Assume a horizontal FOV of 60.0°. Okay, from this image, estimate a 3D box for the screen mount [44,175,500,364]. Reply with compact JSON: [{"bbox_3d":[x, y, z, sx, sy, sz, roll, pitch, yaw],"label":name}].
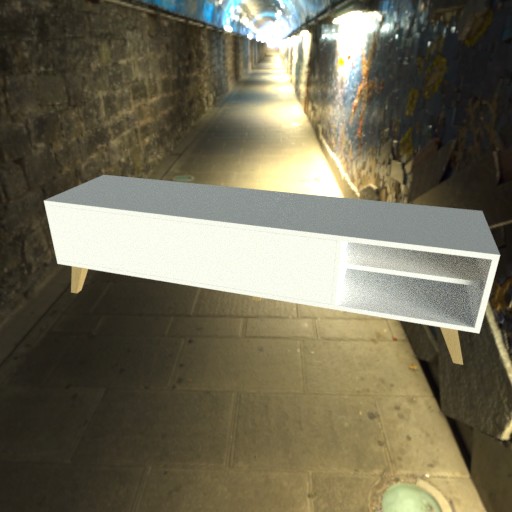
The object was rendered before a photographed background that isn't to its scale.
[{"bbox_3d":[0.000,0.000,1.801,1.644,0.432,0.399,8,27,16],"label":"screen mount"}]
